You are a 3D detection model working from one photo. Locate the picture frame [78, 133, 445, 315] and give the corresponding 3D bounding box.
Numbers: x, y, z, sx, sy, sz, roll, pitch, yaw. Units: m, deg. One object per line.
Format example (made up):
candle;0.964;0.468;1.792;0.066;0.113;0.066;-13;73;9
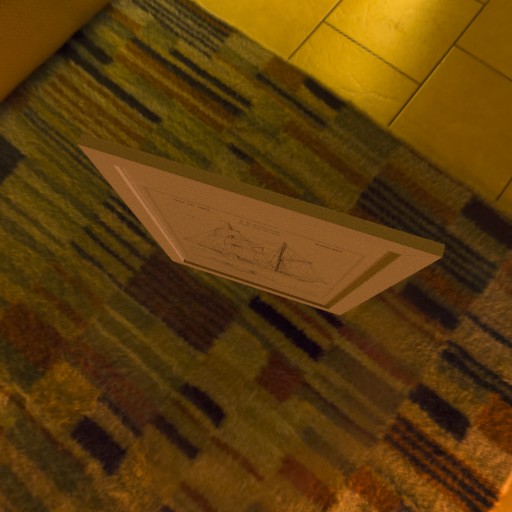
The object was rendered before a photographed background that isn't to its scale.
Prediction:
picture frame;0.000;0.000;0.601;0.326;0.459;0.011;18;77;4
